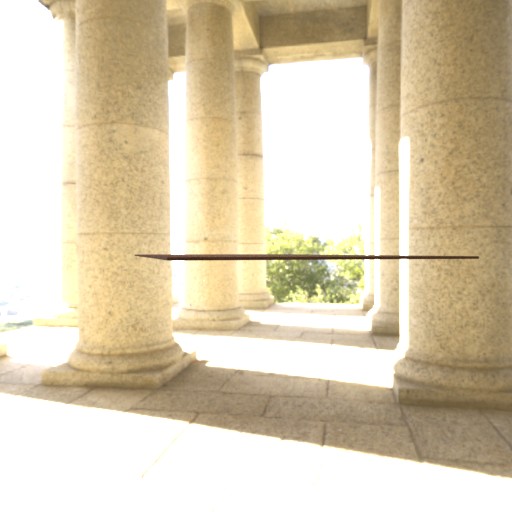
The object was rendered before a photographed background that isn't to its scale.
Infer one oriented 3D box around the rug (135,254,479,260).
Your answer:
[{"bbox_3d":[0.000,0.000,3.110,1.524,0.014,2.438,0,0,-18],"label":"rug"}]
